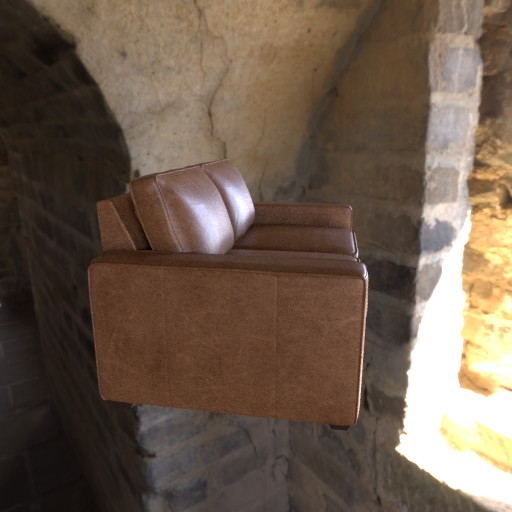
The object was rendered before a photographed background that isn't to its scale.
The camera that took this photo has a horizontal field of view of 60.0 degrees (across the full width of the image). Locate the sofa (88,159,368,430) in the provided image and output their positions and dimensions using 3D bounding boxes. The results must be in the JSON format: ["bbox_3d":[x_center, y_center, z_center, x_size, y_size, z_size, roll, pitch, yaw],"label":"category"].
[{"bbox_3d":[0.000,0.000,2.228,1.020,0.896,1.532,3,16,9],"label":"sofa"}]
